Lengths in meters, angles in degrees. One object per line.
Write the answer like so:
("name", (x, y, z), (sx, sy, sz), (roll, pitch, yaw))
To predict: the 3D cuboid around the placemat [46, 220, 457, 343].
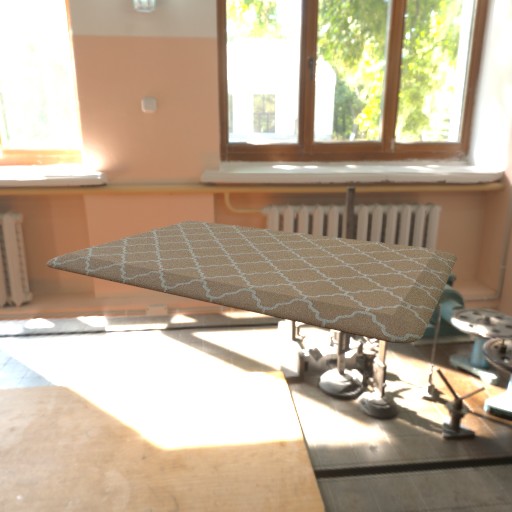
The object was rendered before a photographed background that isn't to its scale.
("placemat", (0.000, 0.000, 0.961), (0.762, 0.021, 0.508), (9, 18, 28))
